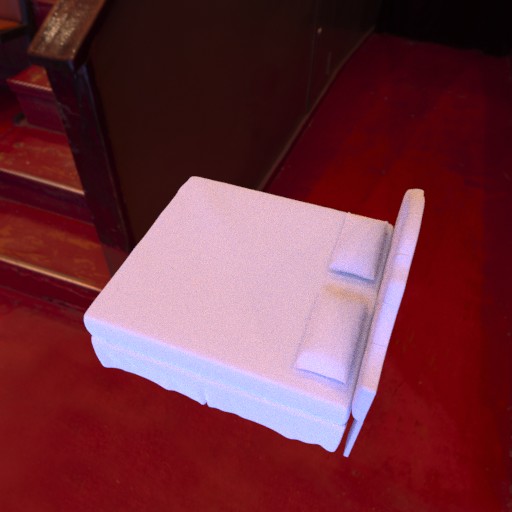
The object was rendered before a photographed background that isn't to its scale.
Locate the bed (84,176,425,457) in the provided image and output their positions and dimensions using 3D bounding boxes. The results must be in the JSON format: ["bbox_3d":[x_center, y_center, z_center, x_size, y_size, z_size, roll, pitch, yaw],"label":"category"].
[{"bbox_3d":[0.000,0.000,3.606,2.214,1.615,2.008,16,49,14],"label":"bed"}]
